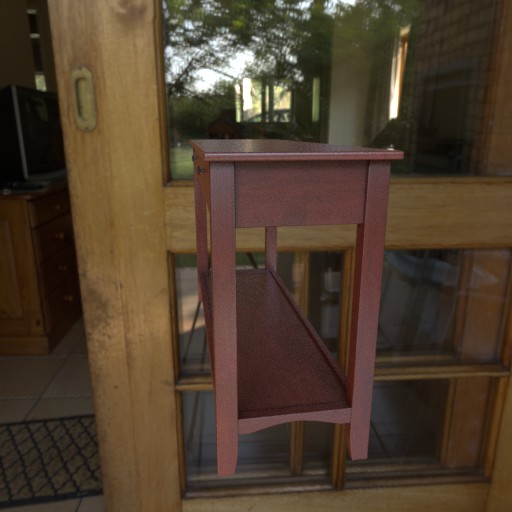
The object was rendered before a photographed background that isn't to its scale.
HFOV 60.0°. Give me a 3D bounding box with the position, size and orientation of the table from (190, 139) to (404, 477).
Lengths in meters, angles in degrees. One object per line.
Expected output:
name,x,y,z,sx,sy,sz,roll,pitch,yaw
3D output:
table,0.000,0.000,1.498,0.392,0.739,1.188,-3,16,-9
